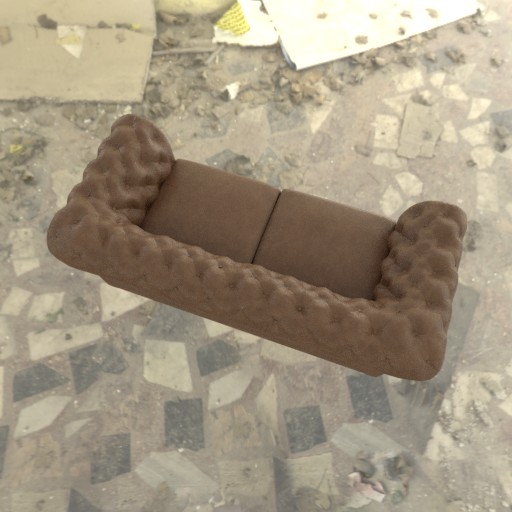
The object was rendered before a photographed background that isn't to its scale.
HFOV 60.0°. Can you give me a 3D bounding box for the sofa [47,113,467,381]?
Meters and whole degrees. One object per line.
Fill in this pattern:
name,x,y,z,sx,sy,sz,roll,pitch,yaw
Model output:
sofa,0.000,0.000,2.529,2.048,0.784,0.955,18,65,9
